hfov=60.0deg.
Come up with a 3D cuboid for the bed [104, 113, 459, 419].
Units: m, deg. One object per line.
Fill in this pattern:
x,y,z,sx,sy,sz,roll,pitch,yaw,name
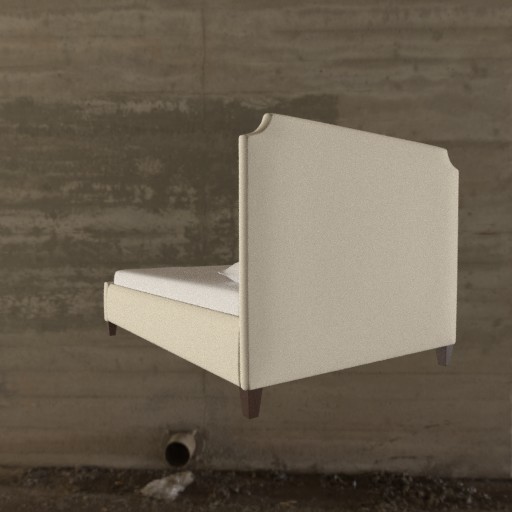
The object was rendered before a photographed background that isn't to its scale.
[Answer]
0.000,0.000,3.442,1.712,1.443,2.372,-1,2,-34,bed
